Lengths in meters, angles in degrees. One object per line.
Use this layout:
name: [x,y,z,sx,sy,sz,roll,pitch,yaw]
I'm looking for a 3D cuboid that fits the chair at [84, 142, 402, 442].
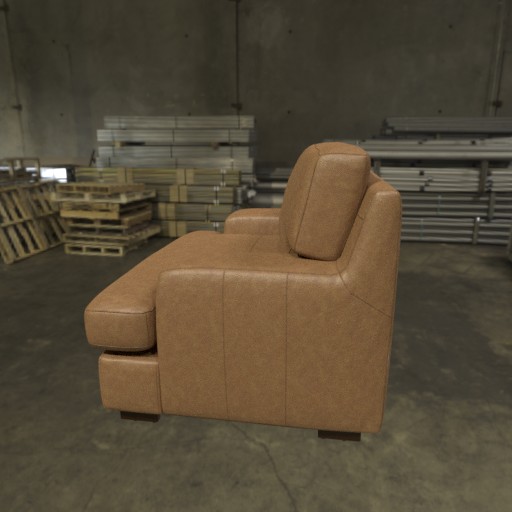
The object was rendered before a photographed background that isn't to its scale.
chair: [0.000,0.000,1.963,1.050,0.978,1.276,2,15,8]
